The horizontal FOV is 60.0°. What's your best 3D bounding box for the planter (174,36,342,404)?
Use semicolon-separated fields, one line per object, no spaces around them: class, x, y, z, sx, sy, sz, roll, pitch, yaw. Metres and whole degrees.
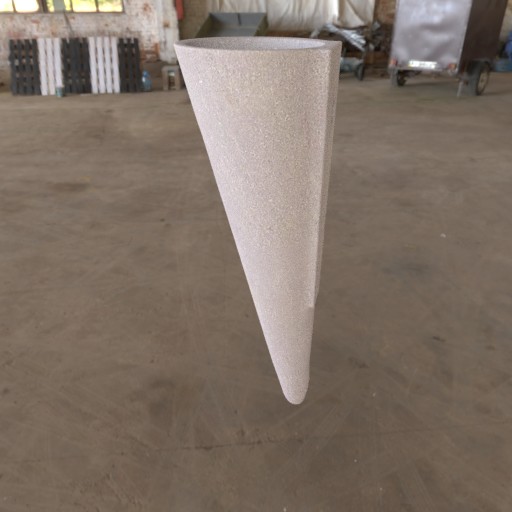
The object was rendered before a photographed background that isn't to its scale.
planter;0.000;0.000;0.297;0.087;0.259;0.078;8;31;13
